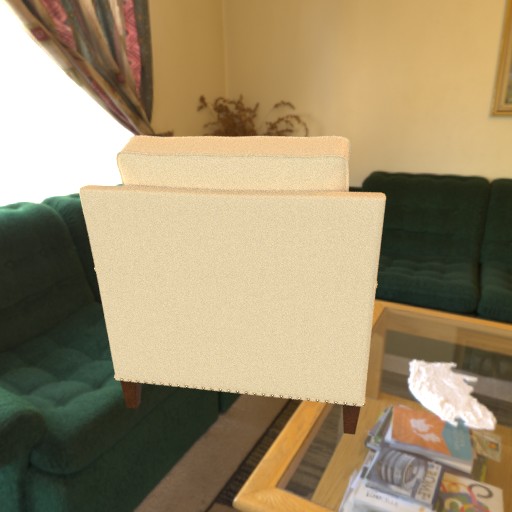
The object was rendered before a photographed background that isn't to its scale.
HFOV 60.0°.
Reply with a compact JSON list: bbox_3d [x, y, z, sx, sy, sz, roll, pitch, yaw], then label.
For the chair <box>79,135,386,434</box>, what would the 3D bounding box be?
[{"bbox_3d":[0.000,0.000,1.746,0.853,0.943,1.014,3,17,10],"label":"chair"}]
